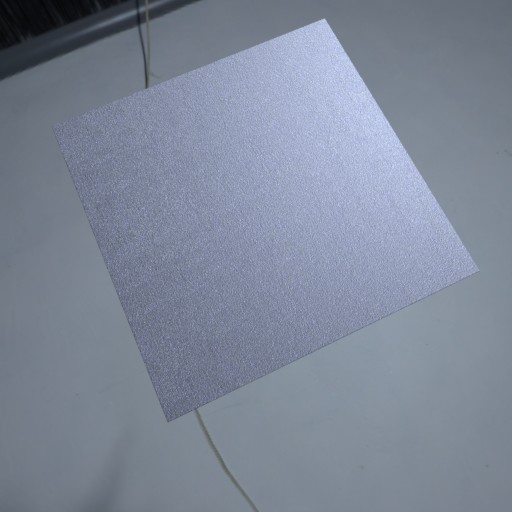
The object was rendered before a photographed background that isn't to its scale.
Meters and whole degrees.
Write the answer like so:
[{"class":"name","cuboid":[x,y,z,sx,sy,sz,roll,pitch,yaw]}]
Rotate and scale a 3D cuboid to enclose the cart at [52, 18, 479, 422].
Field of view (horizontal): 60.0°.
[{"class":"cart","cuboid":[0.000,0.000,1.085,0.520,0.762,0.521,-24,76,-6]}]
